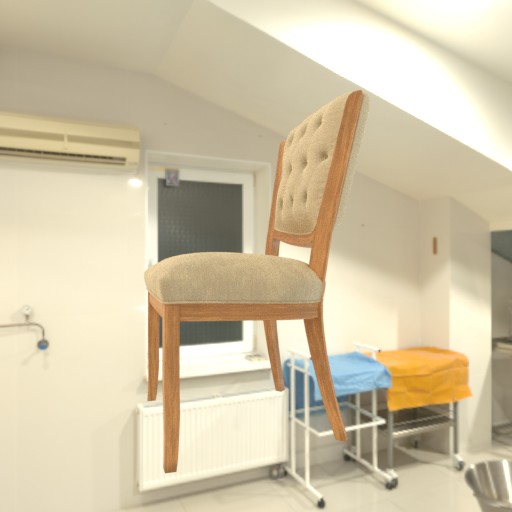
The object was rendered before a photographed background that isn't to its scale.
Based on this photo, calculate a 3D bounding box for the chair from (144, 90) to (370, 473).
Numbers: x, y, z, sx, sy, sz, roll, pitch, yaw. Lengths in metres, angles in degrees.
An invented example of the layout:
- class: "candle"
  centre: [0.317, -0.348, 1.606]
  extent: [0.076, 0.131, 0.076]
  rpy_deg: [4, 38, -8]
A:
- class: "chair"
  centre: [0.000, 0.000, 1.251]
  extent: [0.584, 0.905, 0.513]
  rpy_deg: [0, 0, -18]
